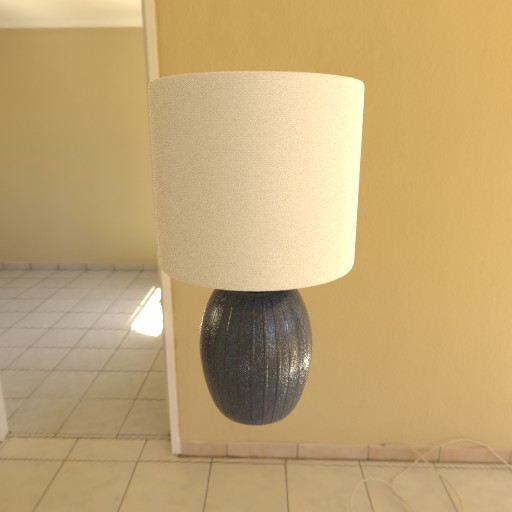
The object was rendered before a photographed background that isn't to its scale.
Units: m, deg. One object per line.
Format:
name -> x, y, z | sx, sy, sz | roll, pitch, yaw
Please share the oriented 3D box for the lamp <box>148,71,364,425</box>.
lamp -> 0.000, 0.000, 0.761 | 0.329, 0.570, 0.329 | -2, 15, -8
